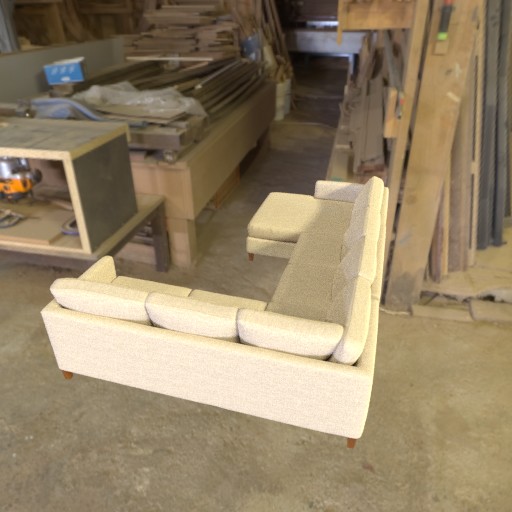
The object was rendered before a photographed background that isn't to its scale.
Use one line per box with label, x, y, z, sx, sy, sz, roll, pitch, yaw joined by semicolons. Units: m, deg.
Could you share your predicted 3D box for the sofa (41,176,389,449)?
sofa;0.000;0.000;4.713;2.594;0.961;3.460;8;32;14
